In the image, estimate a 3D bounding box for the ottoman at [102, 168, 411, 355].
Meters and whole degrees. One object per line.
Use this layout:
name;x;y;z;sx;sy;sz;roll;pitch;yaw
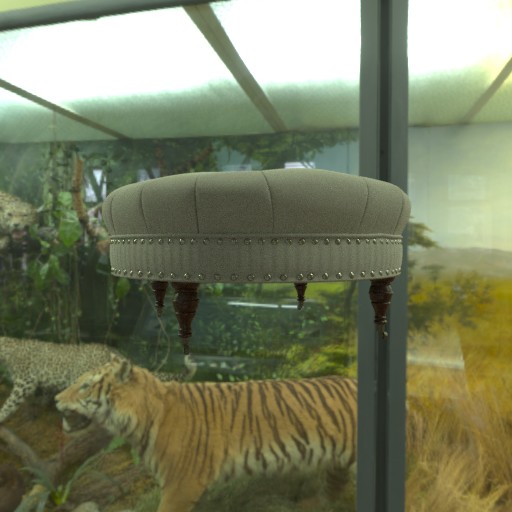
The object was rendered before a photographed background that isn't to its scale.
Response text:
ottoman;0.000;0.000;1.360;0.901;0.439;0.901;0;2;0
